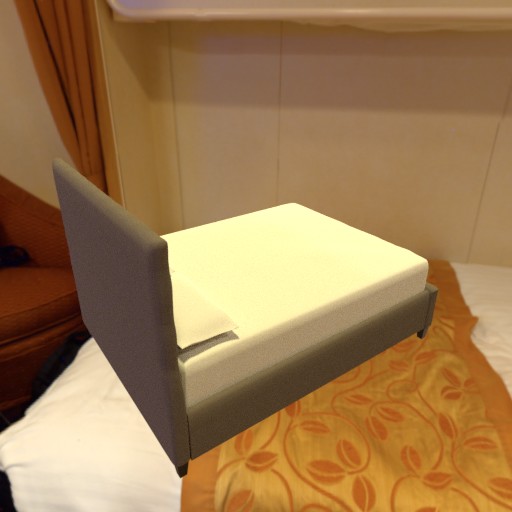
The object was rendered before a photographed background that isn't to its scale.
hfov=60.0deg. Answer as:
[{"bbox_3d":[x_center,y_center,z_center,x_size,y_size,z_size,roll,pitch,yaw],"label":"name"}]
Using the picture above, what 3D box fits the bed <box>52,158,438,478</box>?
[{"bbox_3d":[0.000,0.000,3.264,2.233,1.426,1.696,-18,31,-31],"label":"bed"}]
